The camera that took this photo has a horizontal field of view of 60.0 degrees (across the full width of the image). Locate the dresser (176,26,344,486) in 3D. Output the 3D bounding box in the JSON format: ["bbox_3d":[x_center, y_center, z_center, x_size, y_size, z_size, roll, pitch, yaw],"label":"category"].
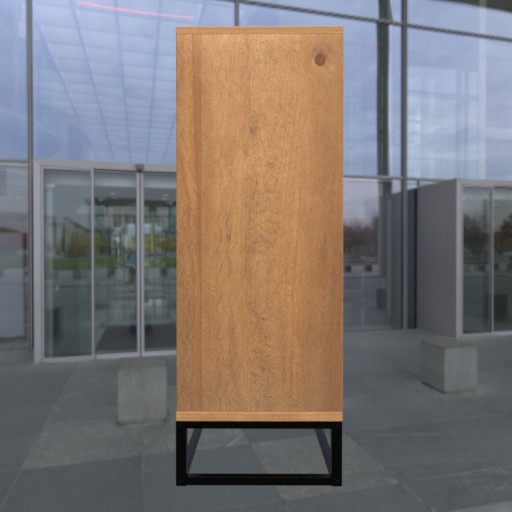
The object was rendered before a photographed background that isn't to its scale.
[{"bbox_3d":[0.000,0.000,1.573,0.479,1.240,0.761,0,1,0],"label":"dresser"}]
